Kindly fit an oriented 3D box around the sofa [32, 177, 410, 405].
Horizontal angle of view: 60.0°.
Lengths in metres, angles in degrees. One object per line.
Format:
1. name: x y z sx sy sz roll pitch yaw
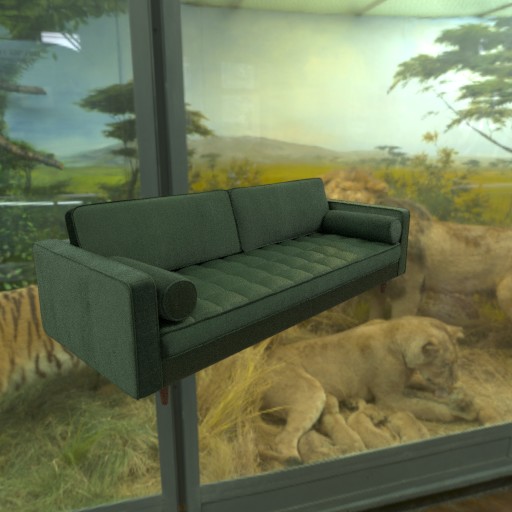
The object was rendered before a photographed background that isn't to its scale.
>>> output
1. sofa: 0.000 0.000 2.635 0.918 0.769 2.199 14 21 42
